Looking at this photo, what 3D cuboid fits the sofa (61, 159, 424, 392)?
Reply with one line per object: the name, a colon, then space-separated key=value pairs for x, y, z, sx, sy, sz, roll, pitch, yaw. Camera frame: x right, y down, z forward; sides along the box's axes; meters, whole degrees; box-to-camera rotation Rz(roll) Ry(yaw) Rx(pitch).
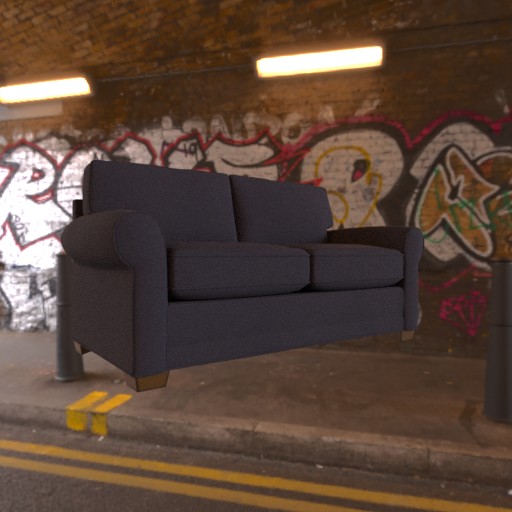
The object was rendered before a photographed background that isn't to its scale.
sofa: x=0.000 y=0.000 z=2.553 sx=2.009 sy=1.031 sz=0.951 roll=0 pitch=0 yaw=-36
